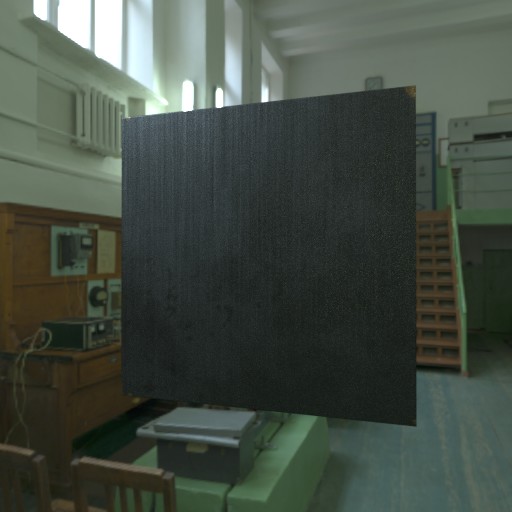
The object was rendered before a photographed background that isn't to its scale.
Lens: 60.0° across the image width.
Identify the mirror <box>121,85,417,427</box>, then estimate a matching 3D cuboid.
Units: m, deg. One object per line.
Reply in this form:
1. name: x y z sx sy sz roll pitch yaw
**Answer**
1. mirror: 0.000 0.000 0.561 0.382 0.381 0.020 0 0 17
